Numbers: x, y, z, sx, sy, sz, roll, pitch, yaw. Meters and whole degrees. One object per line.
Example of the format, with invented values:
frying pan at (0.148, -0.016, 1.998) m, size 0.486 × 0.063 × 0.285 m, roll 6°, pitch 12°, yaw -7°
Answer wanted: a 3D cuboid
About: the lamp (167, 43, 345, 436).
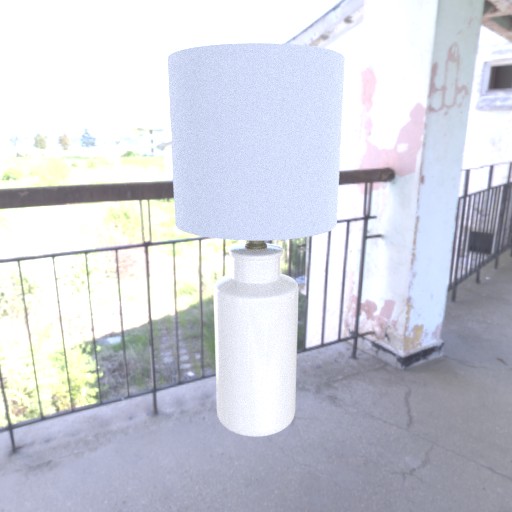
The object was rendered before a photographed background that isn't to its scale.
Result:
lamp at (0.000, 0.000, 0.603) m, size 0.212 × 0.493 × 0.212 m, roll -7°, pitch 17°, yaw -25°
